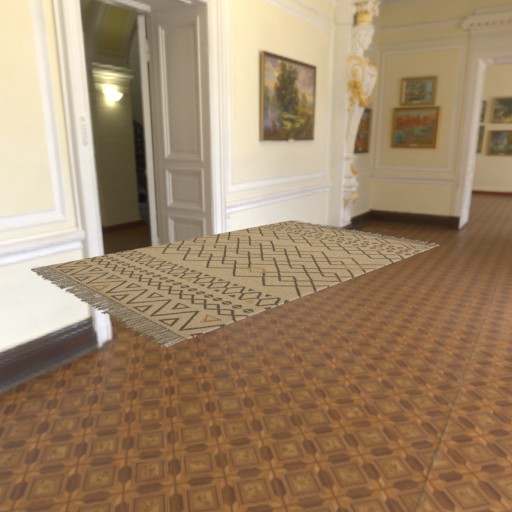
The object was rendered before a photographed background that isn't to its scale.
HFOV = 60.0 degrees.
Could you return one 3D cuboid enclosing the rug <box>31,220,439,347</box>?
[{"bbox_3d":[0.000,0.000,3.047,2.472,0.035,1.495,-14,20,-43],"label":"rug"}]
